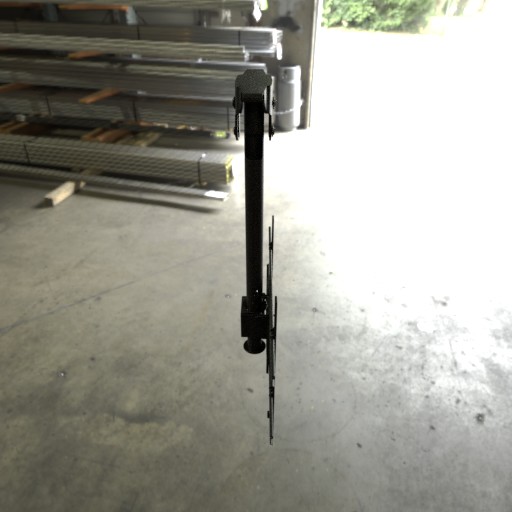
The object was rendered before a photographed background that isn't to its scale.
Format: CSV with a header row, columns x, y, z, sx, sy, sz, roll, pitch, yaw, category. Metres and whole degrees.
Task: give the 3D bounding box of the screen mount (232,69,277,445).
x,y,z,sx,sy,sz,roll,pitch,yaw,category
0.000,0.000,1.034,0.090,0.775,0.595,0,32,1,screen mount
